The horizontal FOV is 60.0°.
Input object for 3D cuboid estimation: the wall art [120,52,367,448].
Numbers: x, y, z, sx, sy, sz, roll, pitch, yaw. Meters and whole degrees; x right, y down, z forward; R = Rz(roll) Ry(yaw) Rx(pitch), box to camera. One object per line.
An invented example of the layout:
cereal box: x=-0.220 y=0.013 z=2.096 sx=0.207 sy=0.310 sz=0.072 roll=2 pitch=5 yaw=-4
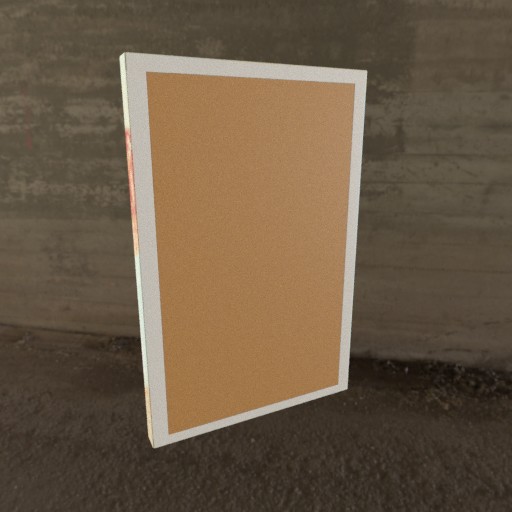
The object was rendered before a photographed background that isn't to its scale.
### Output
wall art: x=0.000 y=0.000 z=0.758 sx=0.401 sy=0.610 sz=0.038 roll=-8 pitch=17 yaw=-25
